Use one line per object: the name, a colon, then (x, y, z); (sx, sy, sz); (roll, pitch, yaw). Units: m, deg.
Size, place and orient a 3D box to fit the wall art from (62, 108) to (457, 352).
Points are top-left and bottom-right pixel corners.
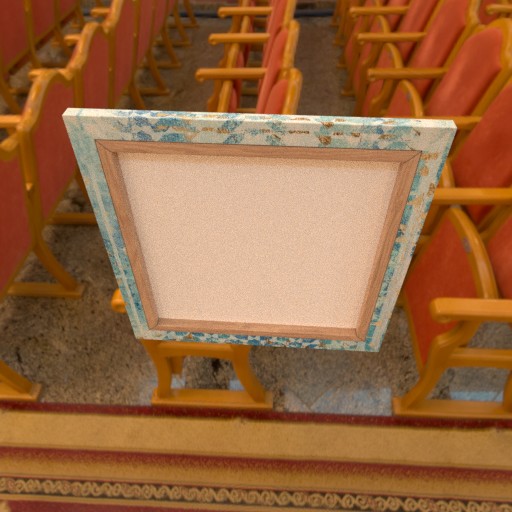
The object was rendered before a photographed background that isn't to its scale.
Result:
wall art: (0.000, 0.000, 1.361); (0.916, 0.916, 0.040); (3, 45, 3)
